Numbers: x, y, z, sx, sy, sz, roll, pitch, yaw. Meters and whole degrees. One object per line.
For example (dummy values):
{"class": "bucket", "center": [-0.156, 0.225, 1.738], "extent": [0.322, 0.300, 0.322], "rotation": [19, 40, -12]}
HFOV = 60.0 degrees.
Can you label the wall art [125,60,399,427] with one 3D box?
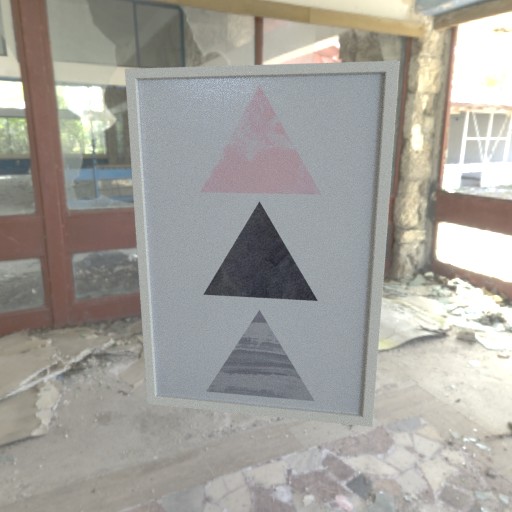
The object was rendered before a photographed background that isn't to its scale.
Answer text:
{"class": "wall art", "center": [0.000, 0.000, 0.542], "extent": [0.303, 0.433, 0.013], "rotation": [2, 14, 10]}
